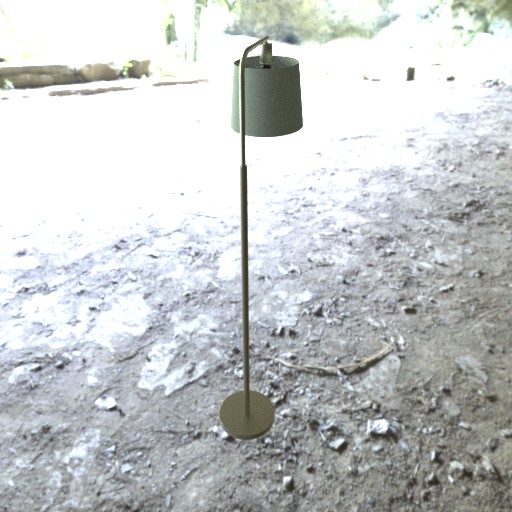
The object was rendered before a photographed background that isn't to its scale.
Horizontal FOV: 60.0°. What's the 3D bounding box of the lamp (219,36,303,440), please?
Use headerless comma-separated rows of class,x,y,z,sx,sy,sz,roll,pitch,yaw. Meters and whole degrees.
lamp,0.000,0.000,1.674,0.254,1.478,0.508,9,32,15
